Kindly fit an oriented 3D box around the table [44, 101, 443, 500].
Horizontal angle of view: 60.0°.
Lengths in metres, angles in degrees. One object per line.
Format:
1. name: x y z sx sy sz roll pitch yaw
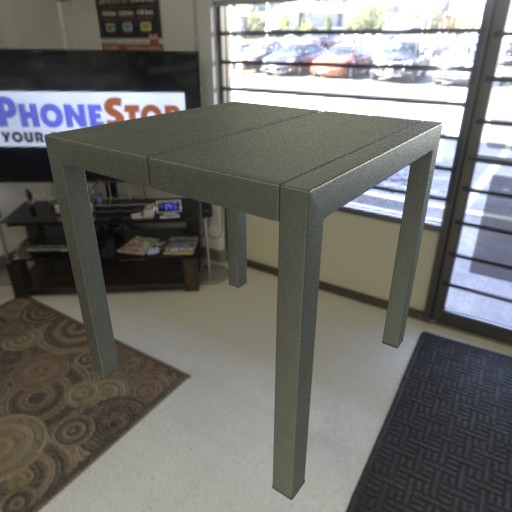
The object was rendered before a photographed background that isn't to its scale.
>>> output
1. table: 0.000 0.000 0.901 0.508 0.508 0.508 18 32 32
